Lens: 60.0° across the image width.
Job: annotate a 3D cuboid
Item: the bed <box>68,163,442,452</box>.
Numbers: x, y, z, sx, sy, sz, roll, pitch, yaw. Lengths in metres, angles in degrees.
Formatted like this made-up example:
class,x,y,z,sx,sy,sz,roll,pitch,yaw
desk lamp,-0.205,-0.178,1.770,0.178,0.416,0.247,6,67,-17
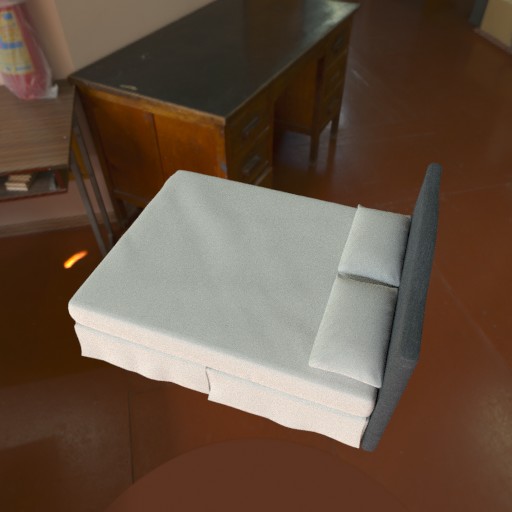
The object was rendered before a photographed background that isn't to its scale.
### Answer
class,x,y,z,sx,sy,sz,roll,pitch,yaw
bed,0.000,0.000,3.918,2.689,1.457,2.161,15,48,14
